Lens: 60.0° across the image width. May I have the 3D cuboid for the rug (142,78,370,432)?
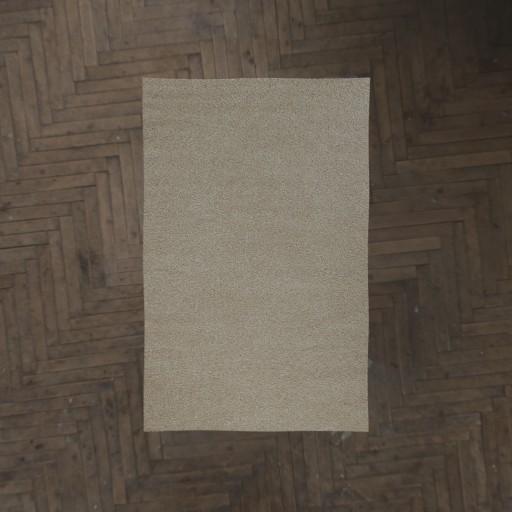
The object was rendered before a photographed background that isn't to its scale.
[{"bbox_3d":[0.000,0.000,2.947,1.500,0.025,2.346,0,91,0],"label":"rug"}]
